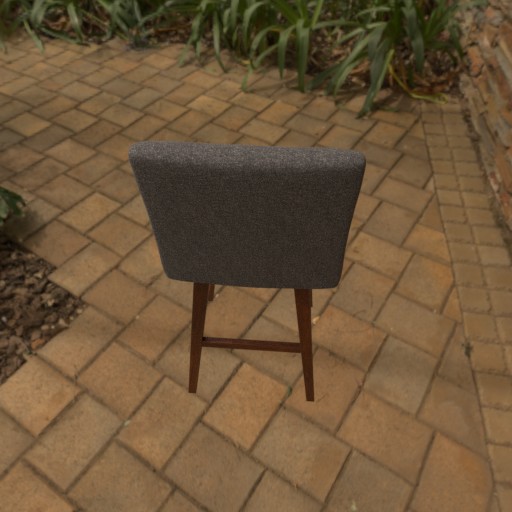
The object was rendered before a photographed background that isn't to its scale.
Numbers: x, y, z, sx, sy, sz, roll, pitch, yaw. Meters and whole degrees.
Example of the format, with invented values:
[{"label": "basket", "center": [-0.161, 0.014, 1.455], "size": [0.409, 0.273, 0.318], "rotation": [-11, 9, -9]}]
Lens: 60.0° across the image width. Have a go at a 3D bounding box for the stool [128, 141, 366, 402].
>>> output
[{"label": "stool", "center": [0.000, 0.000, 1.357], "size": [0.489, 1.068, 0.572], "rotation": [3, 46, 3]}]
